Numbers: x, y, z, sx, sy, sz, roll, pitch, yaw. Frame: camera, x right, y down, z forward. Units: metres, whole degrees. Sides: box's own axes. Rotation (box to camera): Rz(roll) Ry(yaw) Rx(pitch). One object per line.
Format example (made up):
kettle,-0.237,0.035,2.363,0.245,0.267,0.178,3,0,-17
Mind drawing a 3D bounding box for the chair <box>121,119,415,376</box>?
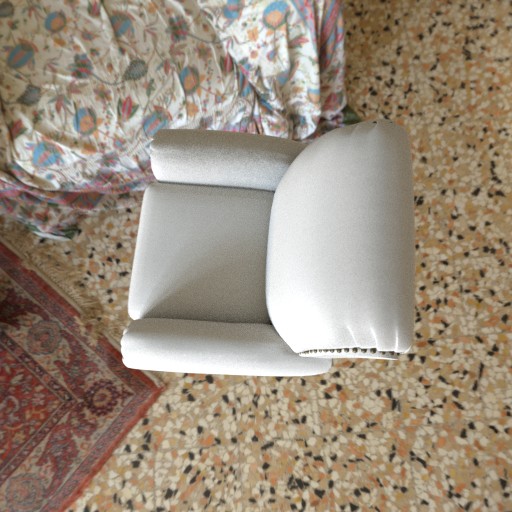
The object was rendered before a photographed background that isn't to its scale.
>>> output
chair,0.000,0.000,1.617,0.890,0.927,0.854,4,76,1
